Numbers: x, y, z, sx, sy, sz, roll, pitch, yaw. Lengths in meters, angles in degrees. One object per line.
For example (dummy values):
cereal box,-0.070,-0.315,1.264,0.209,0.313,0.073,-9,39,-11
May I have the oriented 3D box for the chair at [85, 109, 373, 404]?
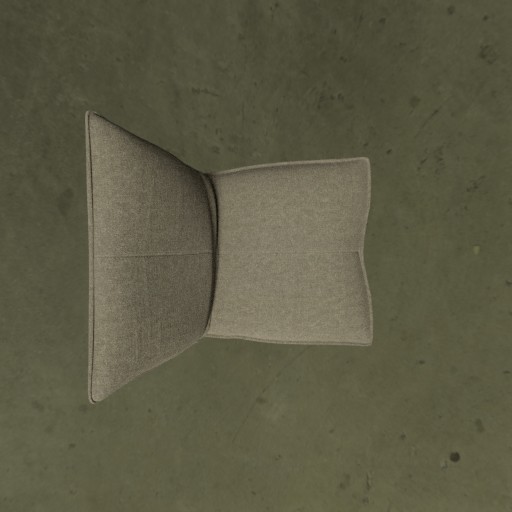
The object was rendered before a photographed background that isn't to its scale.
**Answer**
chair,0.000,0.000,1.282,0.696,0.811,0.597,0,91,1
